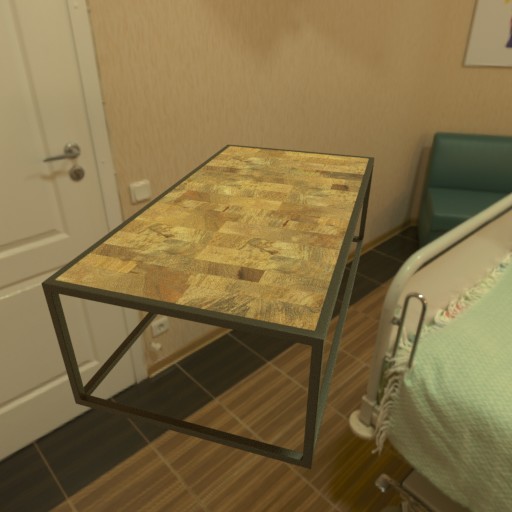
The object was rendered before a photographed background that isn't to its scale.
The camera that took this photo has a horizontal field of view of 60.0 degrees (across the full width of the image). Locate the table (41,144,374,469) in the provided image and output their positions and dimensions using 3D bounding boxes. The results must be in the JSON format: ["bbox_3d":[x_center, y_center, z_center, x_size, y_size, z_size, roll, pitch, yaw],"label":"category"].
[{"bbox_3d":[0.000,0.000,1.520,0.649,0.398,1.199,9,31,15],"label":"table"}]
